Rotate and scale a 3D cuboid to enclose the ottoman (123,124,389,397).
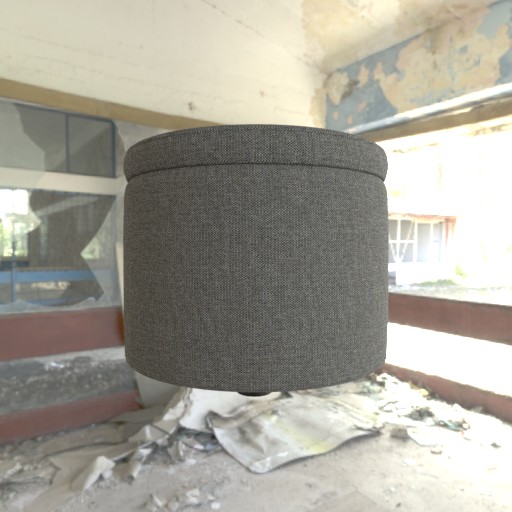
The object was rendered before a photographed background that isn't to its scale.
[{"bbox_3d":[0.000,0.000,0.907,0.520,0.430,0.520,0,1,0],"label":"ottoman"}]
